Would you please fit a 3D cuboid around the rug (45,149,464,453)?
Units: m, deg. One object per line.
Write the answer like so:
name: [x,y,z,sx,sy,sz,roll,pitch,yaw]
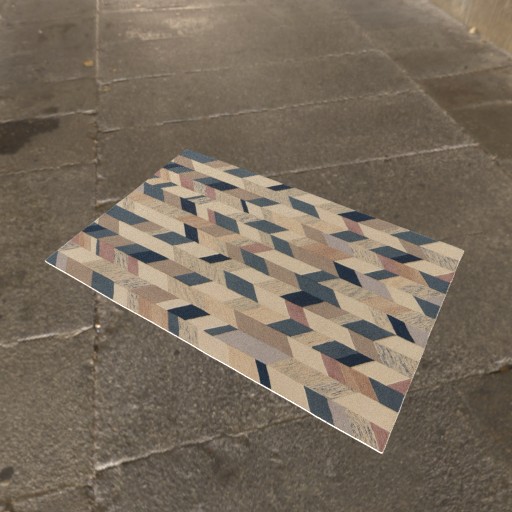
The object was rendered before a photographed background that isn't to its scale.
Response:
rug: [0.000,0.000,2.283,1.813,0.006,1.202,24,51,21]
